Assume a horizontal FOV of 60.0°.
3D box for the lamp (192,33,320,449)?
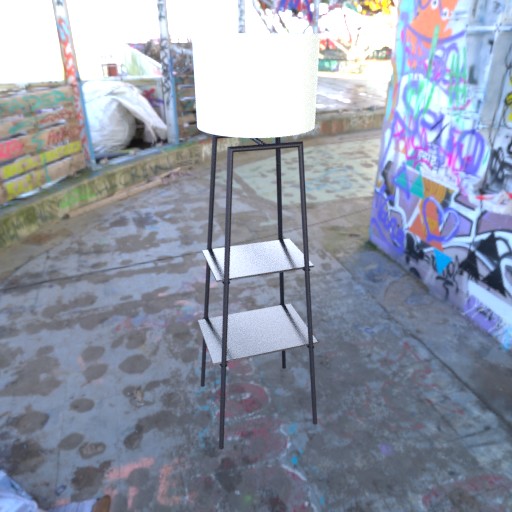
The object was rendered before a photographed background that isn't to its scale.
[{"bbox_3d":[0.000,0.000,1.641,0.427,1.474,0.384,-8,28,-16],"label":"lamp"}]
